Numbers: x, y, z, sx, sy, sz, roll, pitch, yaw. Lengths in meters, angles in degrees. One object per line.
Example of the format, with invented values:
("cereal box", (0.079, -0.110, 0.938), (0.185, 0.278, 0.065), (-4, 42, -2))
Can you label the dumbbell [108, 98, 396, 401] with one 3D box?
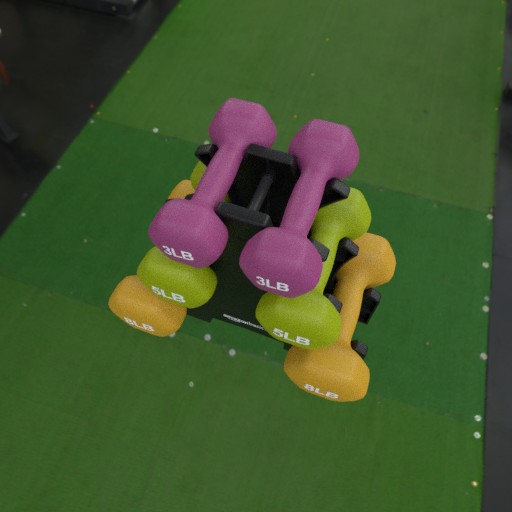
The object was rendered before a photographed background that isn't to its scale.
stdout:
("dumbbell", (0.000, 0.000, 0.466), (0.300, 0.271, 0.190), (18, 61, 10))
